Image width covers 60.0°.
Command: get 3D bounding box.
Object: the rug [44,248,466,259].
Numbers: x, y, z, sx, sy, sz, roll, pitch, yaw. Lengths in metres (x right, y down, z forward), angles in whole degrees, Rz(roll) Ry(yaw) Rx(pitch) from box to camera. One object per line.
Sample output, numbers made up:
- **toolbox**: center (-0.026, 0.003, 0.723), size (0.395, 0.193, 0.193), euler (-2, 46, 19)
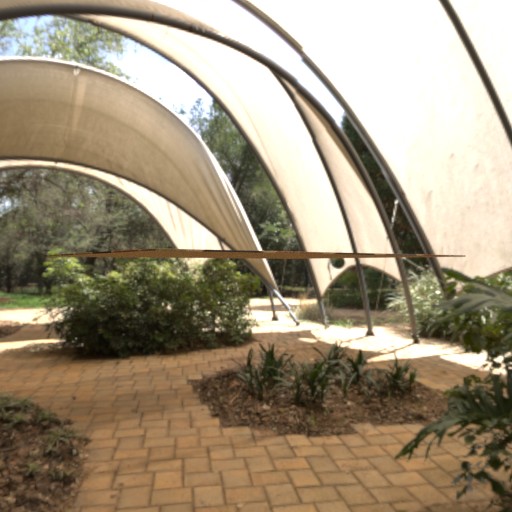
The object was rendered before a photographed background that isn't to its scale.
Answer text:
- **rug**: center (0.000, 0.000, 4.206), size (3.200, 0.013, 2.439), euler (1, -1, -38)
